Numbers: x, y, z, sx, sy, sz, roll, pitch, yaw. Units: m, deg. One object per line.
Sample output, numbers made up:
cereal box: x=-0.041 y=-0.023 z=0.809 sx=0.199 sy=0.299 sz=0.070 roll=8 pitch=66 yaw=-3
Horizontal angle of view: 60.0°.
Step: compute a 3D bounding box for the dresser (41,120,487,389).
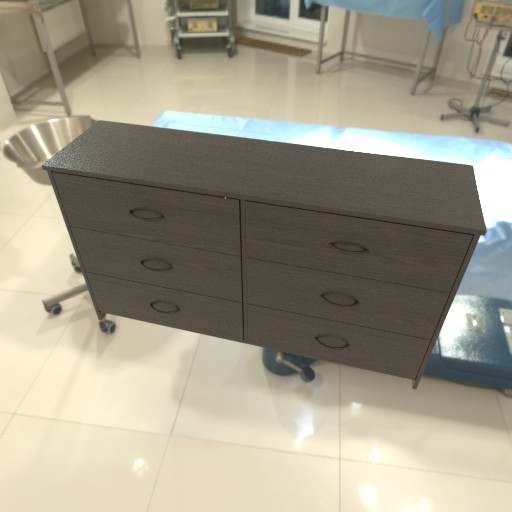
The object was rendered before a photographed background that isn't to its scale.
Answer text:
dresser: x=0.000 y=0.000 z=1.680 sx=1.360 sy=0.755 sz=0.401 roll=10 pitch=42 yaw=11
